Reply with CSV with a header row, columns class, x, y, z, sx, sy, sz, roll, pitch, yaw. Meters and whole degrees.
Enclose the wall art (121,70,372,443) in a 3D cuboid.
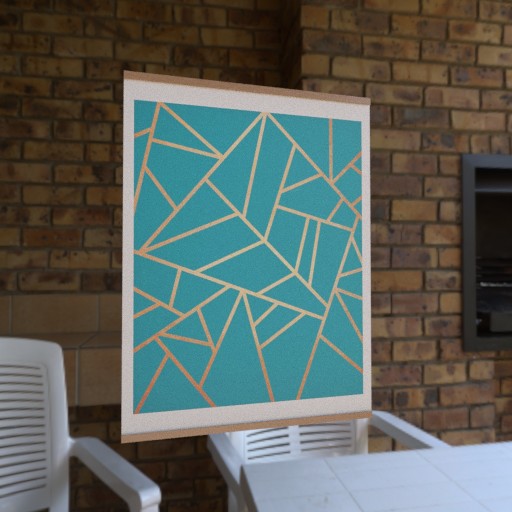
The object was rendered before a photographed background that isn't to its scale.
class,x,y,z,sx,sy,sz,roll,pitch,yaw
wall art,0.000,0.000,1.316,0.758,1.016,0.013,0,-1,-15
